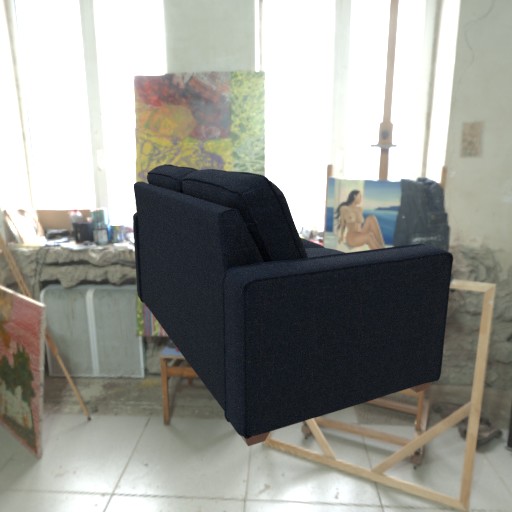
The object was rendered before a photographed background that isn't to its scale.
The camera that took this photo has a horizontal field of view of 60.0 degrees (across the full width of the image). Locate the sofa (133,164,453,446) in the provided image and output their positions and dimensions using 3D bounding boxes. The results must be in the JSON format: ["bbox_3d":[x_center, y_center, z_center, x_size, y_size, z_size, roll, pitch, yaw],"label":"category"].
[{"bbox_3d":[0.000,0.000,2.309,0.947,0.918,1.709,-7,15,-25],"label":"sofa"}]
